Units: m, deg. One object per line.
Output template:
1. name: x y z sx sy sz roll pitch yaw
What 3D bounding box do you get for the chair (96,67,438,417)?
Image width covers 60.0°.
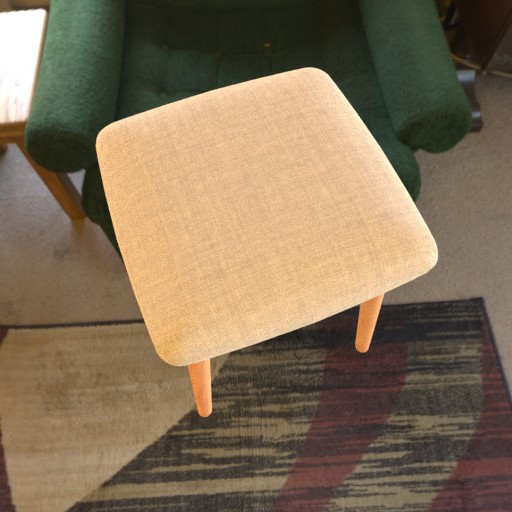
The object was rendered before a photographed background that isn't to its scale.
1. chair: 0.000 0.000 0.705 0.350 0.440 0.350 -19 66 -9
